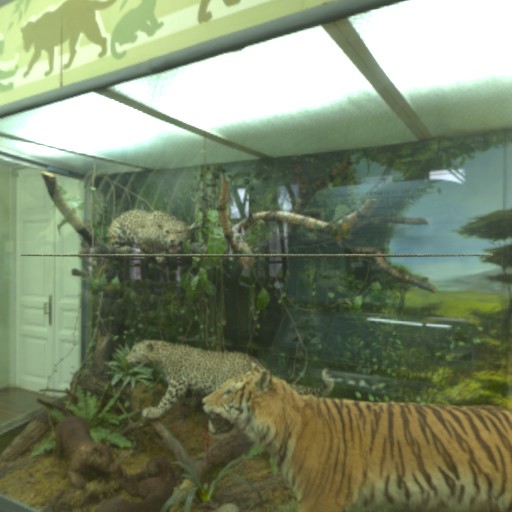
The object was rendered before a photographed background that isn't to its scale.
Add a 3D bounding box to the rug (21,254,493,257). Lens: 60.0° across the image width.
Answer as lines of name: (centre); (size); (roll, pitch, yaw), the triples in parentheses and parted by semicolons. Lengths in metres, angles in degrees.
rug: (0.000, 0.000, 4.364); (3.353, 0.013, 2.438); (0, 0, -1)
